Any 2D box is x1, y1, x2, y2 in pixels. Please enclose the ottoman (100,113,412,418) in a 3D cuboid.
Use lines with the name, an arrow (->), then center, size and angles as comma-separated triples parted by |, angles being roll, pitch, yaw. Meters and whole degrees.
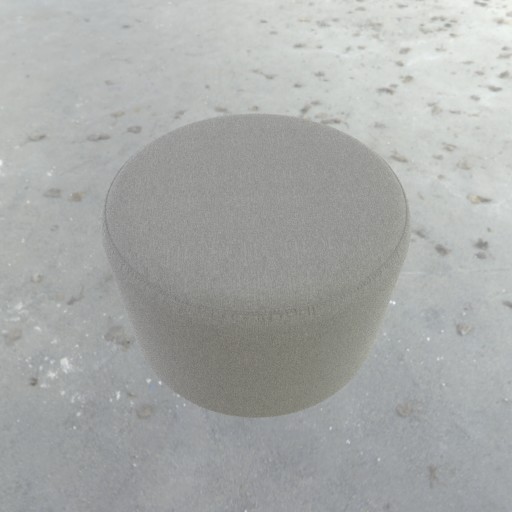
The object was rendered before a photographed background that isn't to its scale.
ottoman -> 0.000, 0.000, 1.000 | 0.608, 0.433, 0.608 | 0, 47, 0
